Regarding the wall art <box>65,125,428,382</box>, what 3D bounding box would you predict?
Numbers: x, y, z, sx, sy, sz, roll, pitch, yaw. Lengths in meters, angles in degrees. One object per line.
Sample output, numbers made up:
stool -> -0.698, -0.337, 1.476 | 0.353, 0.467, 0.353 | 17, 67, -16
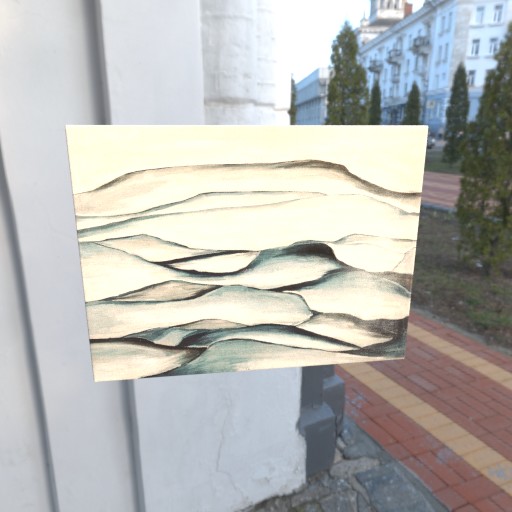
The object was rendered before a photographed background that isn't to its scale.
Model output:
wall art -> 0.000, 0.000, 1.617 | 1.219, 0.915, 0.039 | -2, 16, -8
